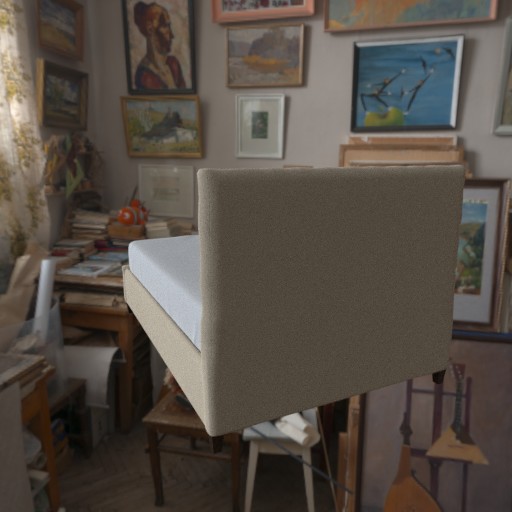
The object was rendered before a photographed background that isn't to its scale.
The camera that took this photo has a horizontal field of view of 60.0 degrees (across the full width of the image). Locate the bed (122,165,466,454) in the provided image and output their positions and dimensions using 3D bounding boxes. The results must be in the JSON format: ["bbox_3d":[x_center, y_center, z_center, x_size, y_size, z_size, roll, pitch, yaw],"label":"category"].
[{"bbox_3d":[0.000,0.000,3.471,1.698,1.427,2.387,-6,14,-26],"label":"bed"}]
